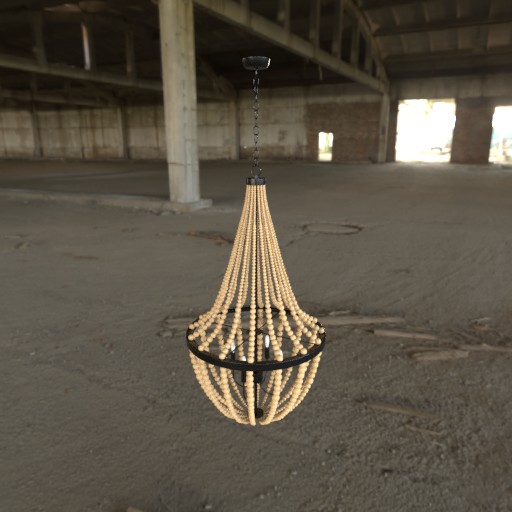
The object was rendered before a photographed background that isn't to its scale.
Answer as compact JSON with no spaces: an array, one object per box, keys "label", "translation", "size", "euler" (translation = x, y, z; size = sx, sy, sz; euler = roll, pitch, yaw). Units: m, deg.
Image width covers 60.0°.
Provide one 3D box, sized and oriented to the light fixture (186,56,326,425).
[{"label":"light fixture","translation":[0.000,0.000,1.377],"size":[0.450,1.133,0.450],"euler":[0,15,0]}]
